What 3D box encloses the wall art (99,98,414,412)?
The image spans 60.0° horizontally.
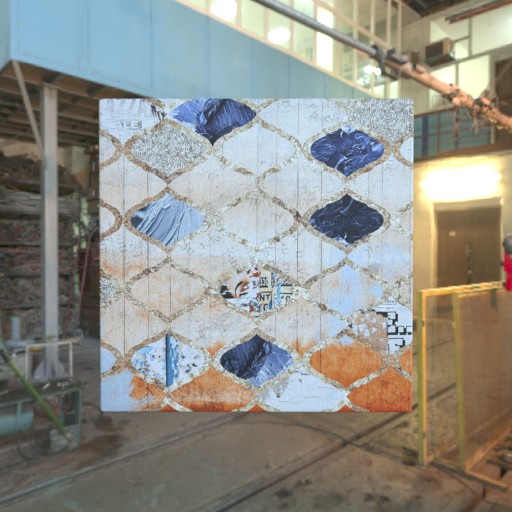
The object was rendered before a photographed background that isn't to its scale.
[{"bbox_3d":[0.000,0.000,0.447,0.303,0.304,0.036,0,1,0],"label":"wall art"}]
